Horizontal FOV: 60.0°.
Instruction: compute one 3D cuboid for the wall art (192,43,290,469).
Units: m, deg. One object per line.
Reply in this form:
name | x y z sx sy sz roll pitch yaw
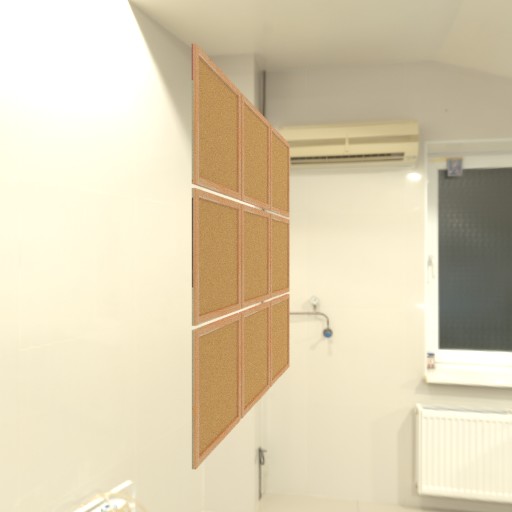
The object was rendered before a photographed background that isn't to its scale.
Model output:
wall art | 0.000 0.000 1.850 0.013 1.220 1.216 0 0 17
